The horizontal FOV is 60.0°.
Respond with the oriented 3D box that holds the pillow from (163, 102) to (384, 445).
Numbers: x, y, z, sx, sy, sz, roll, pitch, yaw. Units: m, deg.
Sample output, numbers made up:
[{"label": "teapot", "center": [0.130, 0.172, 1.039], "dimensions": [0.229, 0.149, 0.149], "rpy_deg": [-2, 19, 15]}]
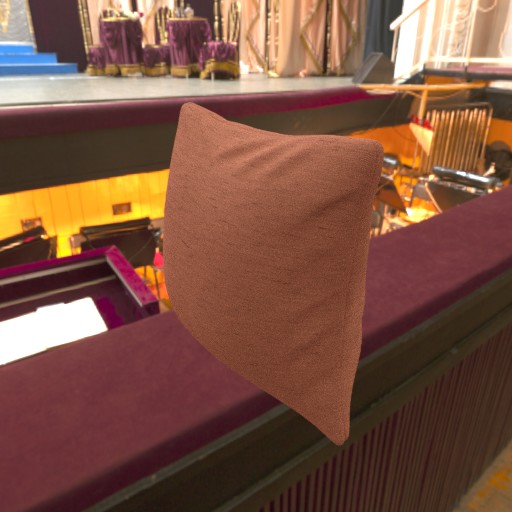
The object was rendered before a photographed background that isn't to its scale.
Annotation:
[{"label": "pillow", "center": [0.000, 0.000, 0.682], "dimensions": [0.246, 0.415, 0.432], "rpy_deg": [-16, 30, -31]}]
